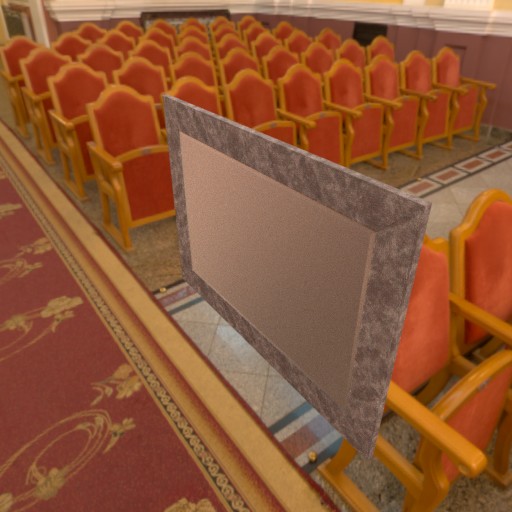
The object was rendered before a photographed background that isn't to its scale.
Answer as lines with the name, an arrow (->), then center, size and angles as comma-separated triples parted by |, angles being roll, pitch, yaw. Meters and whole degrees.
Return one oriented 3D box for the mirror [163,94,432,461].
mirror -> 0.000, 0.000, 1.419 | 0.022, 0.795, 1.101 | -21, 38, -30
